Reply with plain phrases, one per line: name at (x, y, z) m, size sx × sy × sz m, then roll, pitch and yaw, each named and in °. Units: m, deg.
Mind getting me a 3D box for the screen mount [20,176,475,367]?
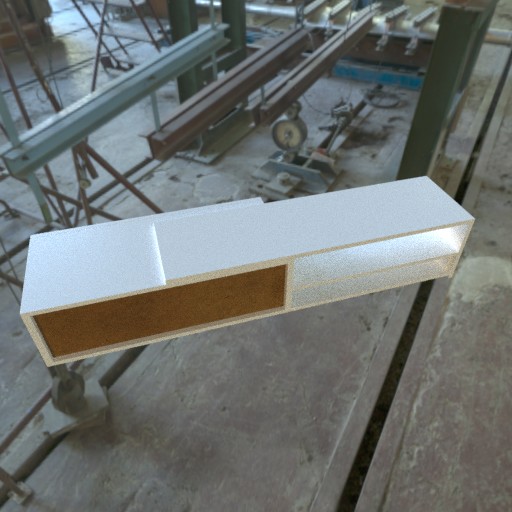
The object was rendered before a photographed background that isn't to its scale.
screen mount at (0.000, 0.000, 1.823) m, size 1.680 × 0.320 × 0.420 m, roll -11°, pitch 42°, yaw -12°
